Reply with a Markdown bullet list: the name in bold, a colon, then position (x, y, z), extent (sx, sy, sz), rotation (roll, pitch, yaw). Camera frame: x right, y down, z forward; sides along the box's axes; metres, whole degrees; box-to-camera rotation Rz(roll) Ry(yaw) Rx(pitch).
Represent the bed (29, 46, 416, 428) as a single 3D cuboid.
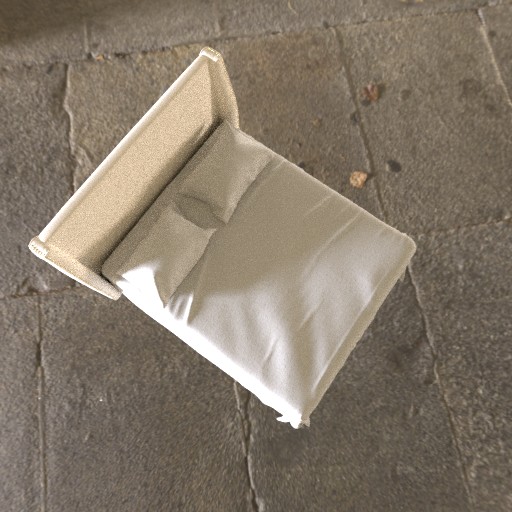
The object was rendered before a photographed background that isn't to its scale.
- **bed**: position (0.000, 0.000, 3.489), extent (2.276, 1.332, 1.925), rotation (35, 77, 9)
